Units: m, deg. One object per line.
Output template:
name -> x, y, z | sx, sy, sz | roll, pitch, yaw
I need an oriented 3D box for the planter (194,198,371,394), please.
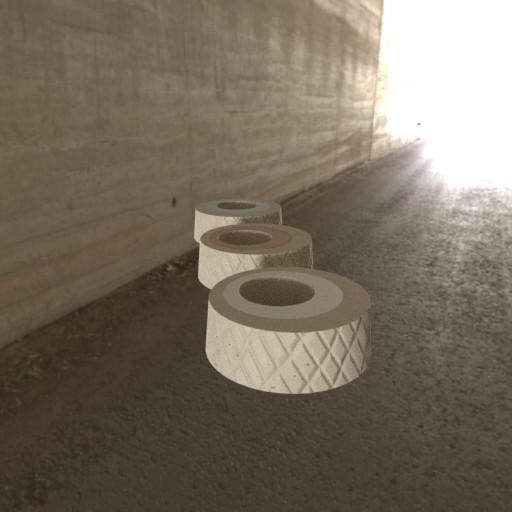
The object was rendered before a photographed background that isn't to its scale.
planter -> 0.000, 0.000, 0.432 | 0.114, 0.038, 0.390 | -3, 19, -9
